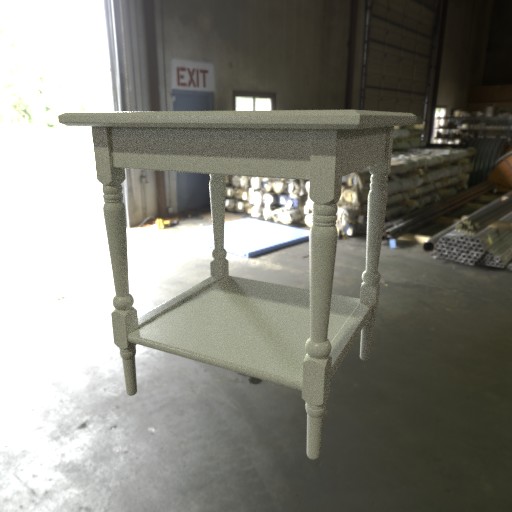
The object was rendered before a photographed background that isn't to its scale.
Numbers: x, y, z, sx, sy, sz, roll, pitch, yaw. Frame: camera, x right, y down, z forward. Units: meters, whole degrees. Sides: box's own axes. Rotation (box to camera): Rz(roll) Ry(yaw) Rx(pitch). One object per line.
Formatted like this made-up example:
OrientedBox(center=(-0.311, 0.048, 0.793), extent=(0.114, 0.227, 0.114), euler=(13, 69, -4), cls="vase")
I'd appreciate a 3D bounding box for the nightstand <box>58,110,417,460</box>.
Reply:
OrientedBox(center=(0.000, 0.000, 0.902), extent=(0.505, 0.555, 0.459), euler=(9, 19, 26), cls="nightstand")
